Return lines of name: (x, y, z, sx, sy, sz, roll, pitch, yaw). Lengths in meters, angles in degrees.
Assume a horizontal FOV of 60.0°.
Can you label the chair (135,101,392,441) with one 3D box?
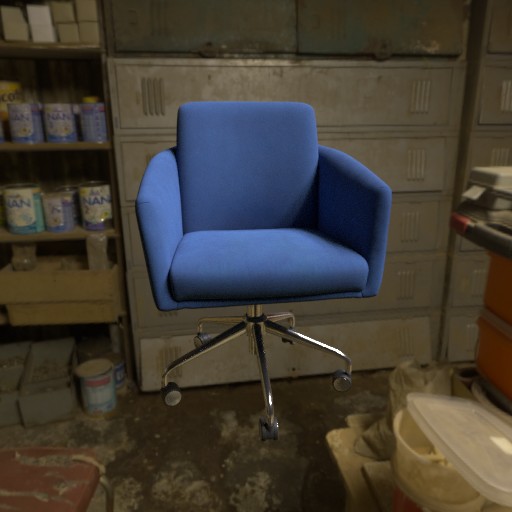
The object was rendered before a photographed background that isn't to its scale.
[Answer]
chair: (0.000, 0.000, 1.356, 0.641, 0.908, 0.635, -2, 18, -7)
